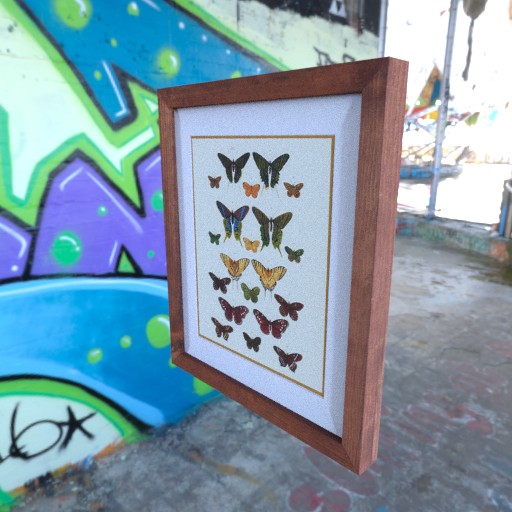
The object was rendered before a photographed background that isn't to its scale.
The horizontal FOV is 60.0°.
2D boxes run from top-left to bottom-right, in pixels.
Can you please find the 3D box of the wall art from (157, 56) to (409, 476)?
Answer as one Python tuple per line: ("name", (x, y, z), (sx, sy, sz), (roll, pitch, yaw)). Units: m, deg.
("wall art", (0.000, 0.000, 0.598), (0.039, 0.449, 0.377), (-14, 20, -43))
